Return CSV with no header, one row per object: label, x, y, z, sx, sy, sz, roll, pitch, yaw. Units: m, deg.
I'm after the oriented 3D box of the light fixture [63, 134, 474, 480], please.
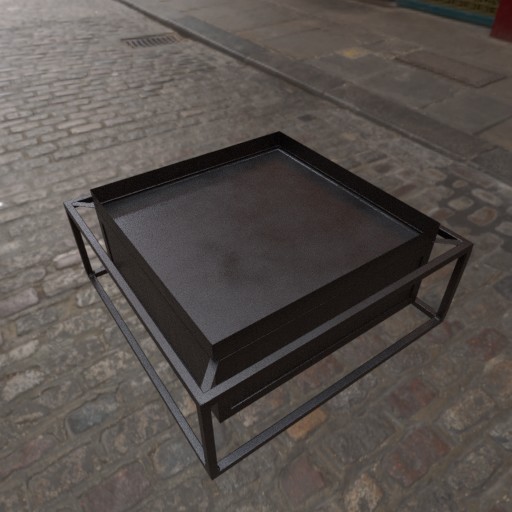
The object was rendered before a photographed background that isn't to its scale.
light fixture,0.000,0.000,0.706,0.441,0.191,0.441,-24,46,-26
